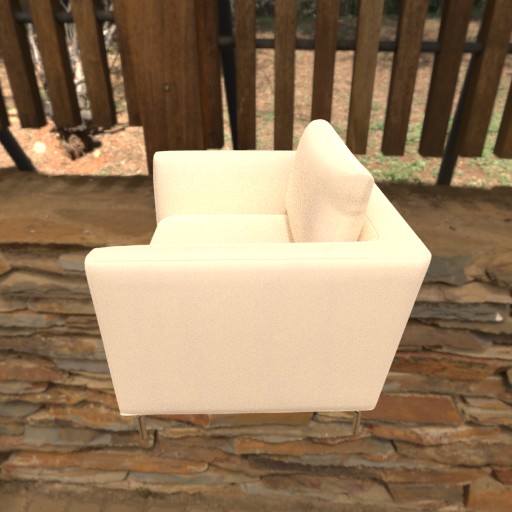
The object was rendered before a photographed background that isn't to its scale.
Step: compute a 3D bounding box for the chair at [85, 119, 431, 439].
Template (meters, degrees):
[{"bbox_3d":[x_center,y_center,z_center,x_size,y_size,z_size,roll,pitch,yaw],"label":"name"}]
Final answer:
[{"bbox_3d":[0.000,0.000,1.658,0.889,0.865,1.041,-1,28,-1],"label":"chair"}]
